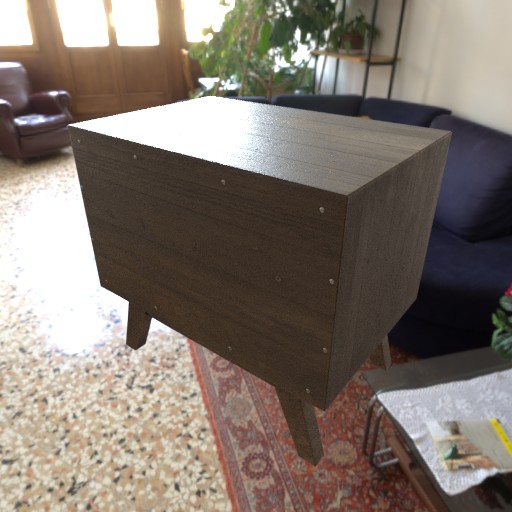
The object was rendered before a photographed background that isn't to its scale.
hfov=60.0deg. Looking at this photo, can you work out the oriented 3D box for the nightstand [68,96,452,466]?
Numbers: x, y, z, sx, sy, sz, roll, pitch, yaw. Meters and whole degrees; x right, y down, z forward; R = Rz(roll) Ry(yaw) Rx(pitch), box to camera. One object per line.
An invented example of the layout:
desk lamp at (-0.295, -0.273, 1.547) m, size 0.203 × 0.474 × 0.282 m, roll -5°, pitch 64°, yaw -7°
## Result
nightstand at (0.000, 0.000, 1.049) m, size 0.650 × 0.599 × 0.450 m, roll 21°, pitch 35°, yaw 32°
